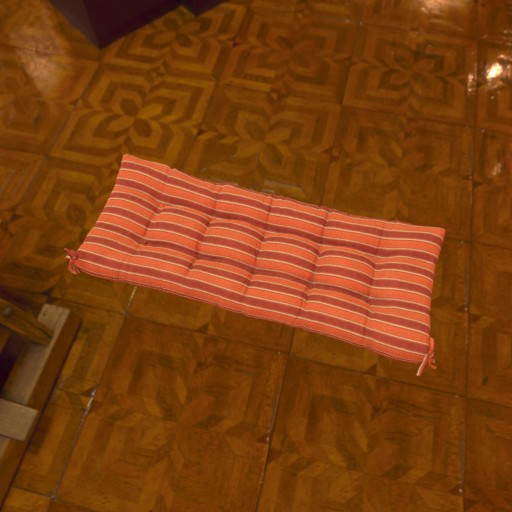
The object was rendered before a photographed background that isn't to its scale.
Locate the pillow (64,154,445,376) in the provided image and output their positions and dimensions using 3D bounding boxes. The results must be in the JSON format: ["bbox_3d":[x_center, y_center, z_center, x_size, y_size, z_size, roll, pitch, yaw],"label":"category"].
[{"bbox_3d":[0.000,0.000,1.417,1.194,0.174,0.511,14,64,7],"label":"pillow"}]
